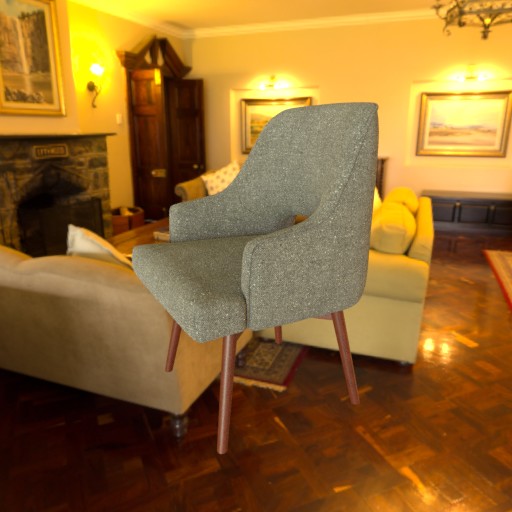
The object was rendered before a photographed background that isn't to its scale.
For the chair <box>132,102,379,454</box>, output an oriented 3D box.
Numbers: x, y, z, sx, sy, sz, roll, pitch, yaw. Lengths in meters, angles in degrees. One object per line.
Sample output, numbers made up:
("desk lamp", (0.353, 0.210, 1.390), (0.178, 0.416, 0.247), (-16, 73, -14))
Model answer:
("chair", (0.000, 0.000, 1.315), (0.629, 0.875, 0.608), (-8, 18, -27))
